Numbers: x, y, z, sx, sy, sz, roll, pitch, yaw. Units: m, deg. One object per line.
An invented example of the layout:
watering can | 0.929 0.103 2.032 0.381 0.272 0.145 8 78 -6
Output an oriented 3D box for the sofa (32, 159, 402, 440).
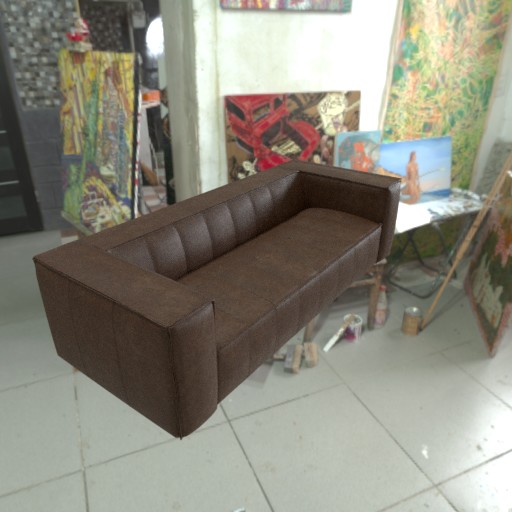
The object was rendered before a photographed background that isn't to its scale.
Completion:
sofa | 0.000 0.000 3.080 1.102 0.701 2.581 19 32 33
